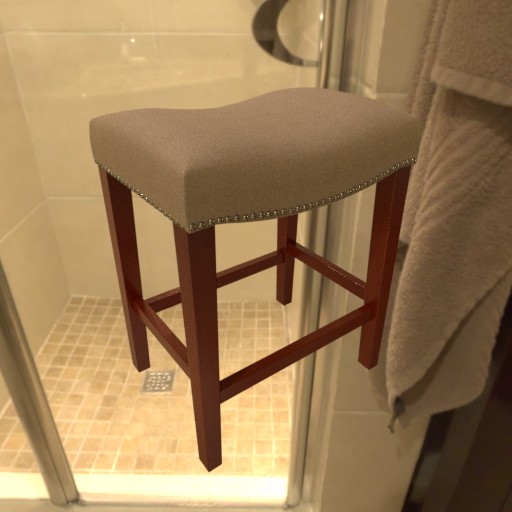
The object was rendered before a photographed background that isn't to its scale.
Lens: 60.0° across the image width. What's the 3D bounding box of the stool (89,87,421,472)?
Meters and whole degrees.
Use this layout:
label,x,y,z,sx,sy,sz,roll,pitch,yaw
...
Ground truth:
label,x,y,z,sx,sy,sz,roll,pitch,yaw
stool,0.000,0.000,0.955,0.509,0.632,0.375,-20,36,-31
